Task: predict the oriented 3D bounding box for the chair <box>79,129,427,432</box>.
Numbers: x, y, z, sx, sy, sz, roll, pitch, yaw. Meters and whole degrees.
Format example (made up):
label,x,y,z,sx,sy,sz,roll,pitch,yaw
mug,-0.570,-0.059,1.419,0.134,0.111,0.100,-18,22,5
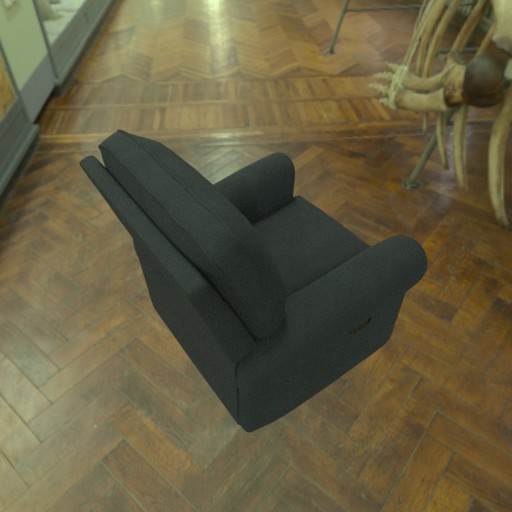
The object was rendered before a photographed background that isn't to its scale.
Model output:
label,x,y,z,sx,sy,sz,roll,pitch,yaw
chair,0.000,0.000,1.636,0.878,0.961,0.890,-26,49,-25
